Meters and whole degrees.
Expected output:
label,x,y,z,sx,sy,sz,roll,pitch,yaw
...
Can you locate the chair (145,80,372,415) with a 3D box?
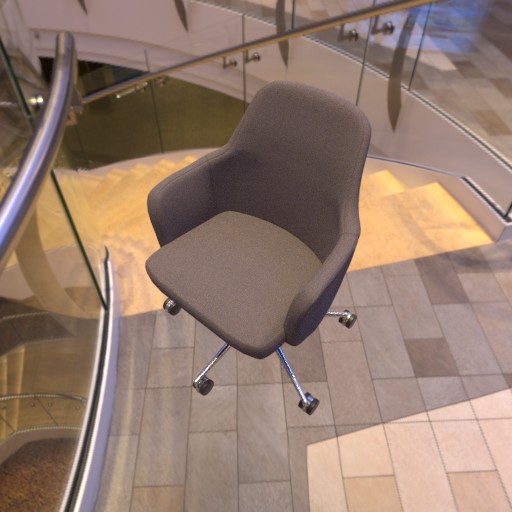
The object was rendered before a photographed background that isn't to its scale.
label,x,y,z,sx,sy,sz,roll,pitch,yaw
chair,0.000,0.000,1.299,0.655,0.820,0.600,32,54,27
